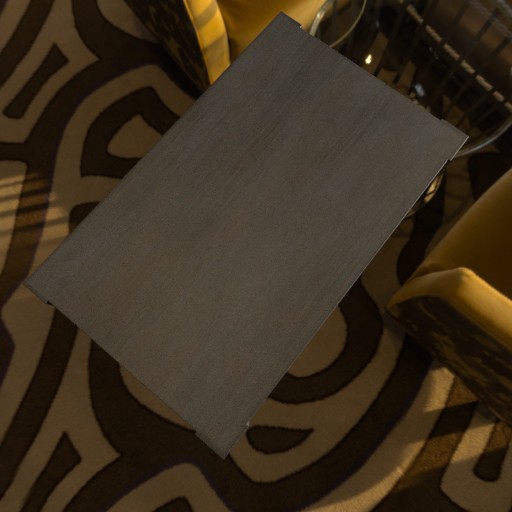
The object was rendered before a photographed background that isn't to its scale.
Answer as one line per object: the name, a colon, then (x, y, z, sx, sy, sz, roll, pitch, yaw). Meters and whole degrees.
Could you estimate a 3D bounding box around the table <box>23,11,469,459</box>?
table: (0.000, 0.000, 1.048, 0.413, 0.660, 0.660, 38, 79, 9)
